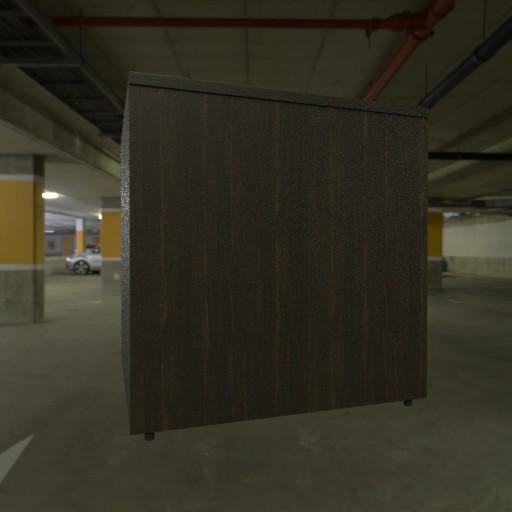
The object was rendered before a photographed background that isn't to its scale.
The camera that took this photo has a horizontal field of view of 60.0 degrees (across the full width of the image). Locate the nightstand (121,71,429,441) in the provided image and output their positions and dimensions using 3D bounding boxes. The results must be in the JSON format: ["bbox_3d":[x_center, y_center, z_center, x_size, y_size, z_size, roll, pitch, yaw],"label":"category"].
[{"bbox_3d":[0.000,0.000,0.809,0.461,0.460,0.400,0,1,-18],"label":"nightstand"}]
